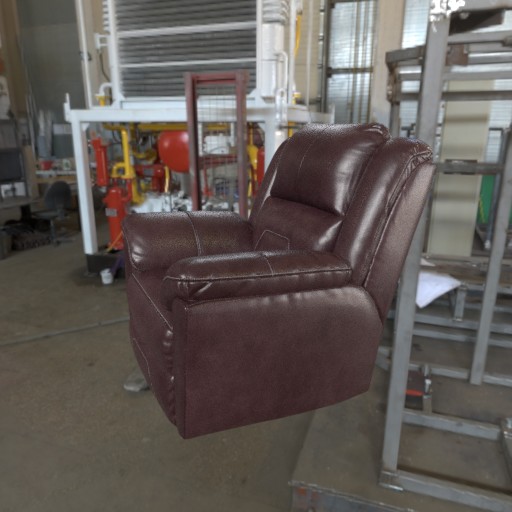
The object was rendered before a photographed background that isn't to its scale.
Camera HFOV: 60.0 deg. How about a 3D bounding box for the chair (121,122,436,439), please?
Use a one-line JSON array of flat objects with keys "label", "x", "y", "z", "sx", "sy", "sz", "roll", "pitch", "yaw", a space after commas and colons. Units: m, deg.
[{"label": "chair", "x": 0.000, "y": 0.000, "z": 1.895, "sx": 1.041, "sy": 1.093, "sz": 0.990, "roll": -8, "pitch": 18, "yaw": -25}]
